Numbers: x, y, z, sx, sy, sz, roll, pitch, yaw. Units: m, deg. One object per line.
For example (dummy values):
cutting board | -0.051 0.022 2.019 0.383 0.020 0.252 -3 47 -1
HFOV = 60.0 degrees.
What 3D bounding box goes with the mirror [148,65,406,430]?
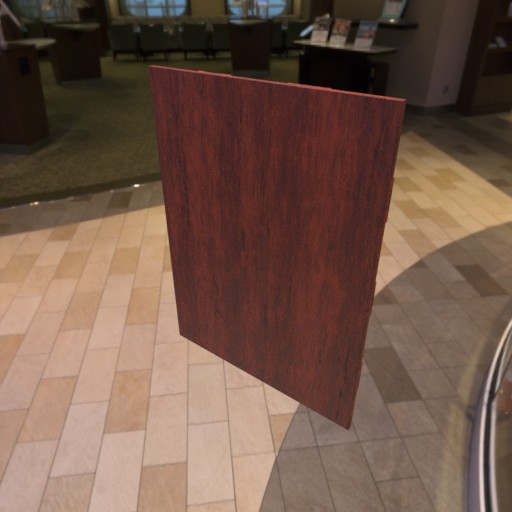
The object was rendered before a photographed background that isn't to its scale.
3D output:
mirror | 0.000 0.000 1.073 0.600 0.805 0.021 21 37 31
